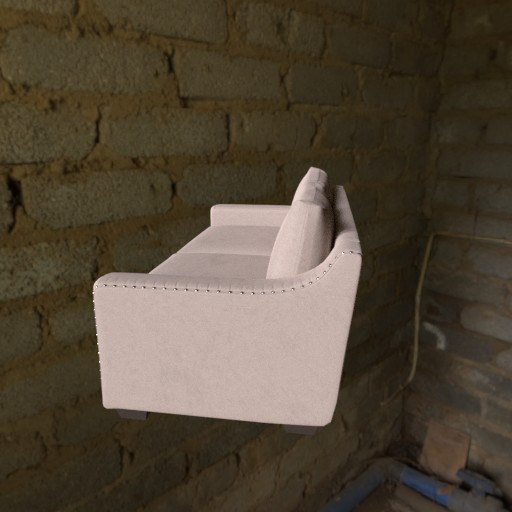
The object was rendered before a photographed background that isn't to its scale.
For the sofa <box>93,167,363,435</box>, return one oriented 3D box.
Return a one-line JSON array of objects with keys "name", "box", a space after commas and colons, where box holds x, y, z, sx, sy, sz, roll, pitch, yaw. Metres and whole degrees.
[{"name": "sofa", "box": [0.000, 0.000, 2.557, 1.030, 0.901, 1.967, 2, 16, 9]}]
